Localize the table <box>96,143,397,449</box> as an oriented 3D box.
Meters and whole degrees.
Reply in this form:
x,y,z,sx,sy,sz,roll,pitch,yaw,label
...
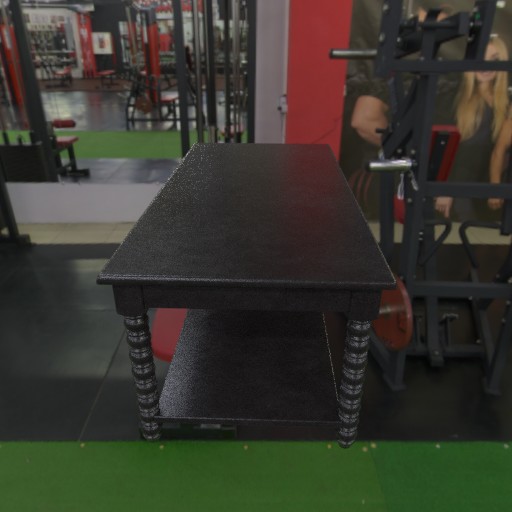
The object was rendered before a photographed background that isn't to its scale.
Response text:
x,y,z,sx,sy,sz,roll,pitch,yaw,label
0.000,0.000,1.462,0.580,0.487,1.171,1,27,2,table
